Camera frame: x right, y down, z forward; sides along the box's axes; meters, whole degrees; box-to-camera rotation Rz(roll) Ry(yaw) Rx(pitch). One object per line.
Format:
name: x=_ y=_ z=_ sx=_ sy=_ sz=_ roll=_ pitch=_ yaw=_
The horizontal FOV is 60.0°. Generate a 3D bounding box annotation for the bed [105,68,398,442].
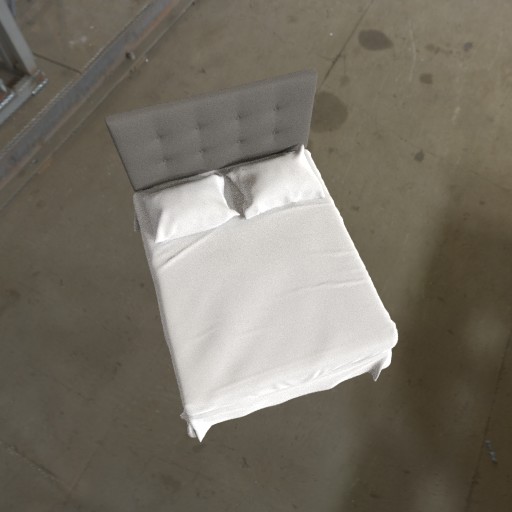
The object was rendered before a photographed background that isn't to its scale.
bed: x=0.000 y=0.000 z=3.539 sx=1.936 sy=1.577 sz=2.222 roll=-16 pitch=64 yaw=-8
